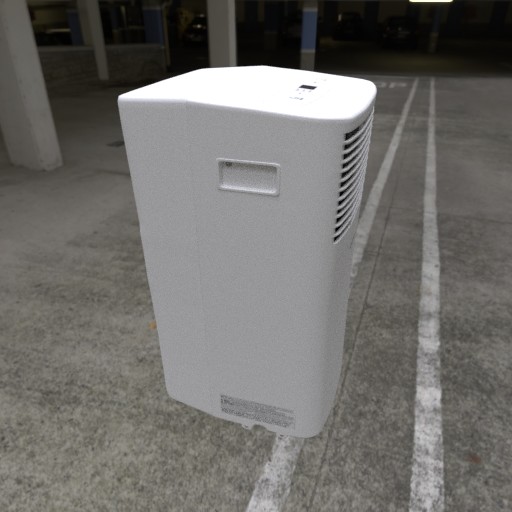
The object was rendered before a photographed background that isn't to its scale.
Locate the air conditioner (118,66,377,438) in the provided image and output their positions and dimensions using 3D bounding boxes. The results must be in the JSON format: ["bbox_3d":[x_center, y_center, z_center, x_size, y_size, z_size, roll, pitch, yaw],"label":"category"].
[{"bbox_3d":[0.000,0.000,0.810,0.349,0.606,0.304,10,32,17],"label":"air conditioner"}]
